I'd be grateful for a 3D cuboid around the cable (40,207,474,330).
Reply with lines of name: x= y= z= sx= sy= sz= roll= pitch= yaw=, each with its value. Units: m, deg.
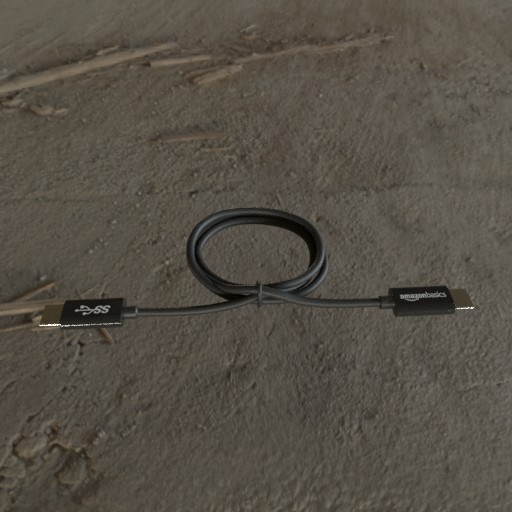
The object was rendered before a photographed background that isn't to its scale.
cable: x=0.000 y=0.000 z=0.209 sx=0.186 sy=0.014 sz=0.070 roll=-2 pitch=48 yaw=-2
